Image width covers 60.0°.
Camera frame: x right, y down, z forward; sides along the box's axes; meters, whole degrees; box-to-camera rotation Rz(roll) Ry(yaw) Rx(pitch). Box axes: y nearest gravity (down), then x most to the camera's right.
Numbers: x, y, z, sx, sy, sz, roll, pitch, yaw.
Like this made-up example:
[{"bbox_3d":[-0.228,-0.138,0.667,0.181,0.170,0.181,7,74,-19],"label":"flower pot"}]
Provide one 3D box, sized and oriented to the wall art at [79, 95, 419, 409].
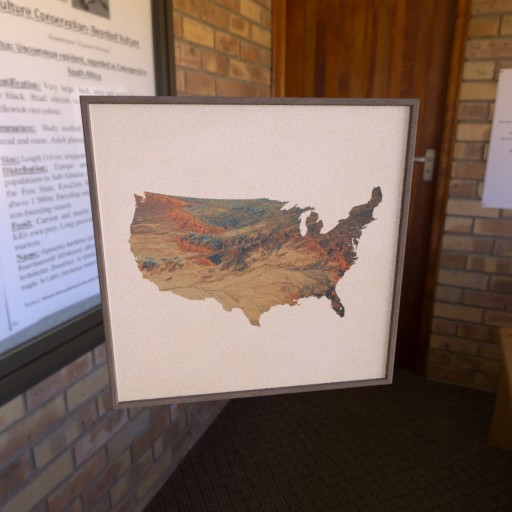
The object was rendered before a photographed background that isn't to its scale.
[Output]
[{"bbox_3d":[0.000,0.000,0.450,0.303,0.302,0.038,-3,17,-9],"label":"wall art"}]
